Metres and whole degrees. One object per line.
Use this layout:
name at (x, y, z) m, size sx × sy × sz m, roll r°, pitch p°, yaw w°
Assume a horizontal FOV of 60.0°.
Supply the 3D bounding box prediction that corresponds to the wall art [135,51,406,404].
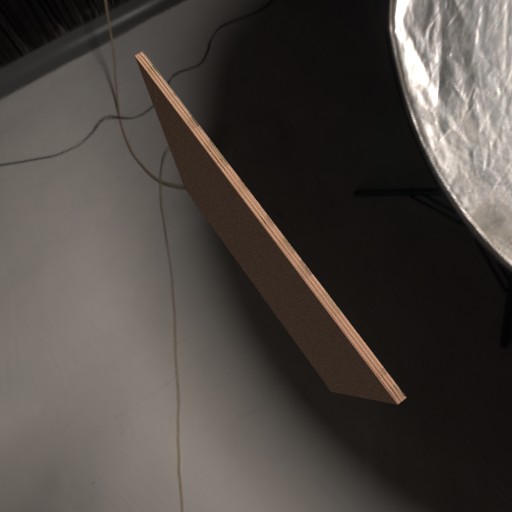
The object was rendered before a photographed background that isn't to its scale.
wall art at (0.000, 0.000, 0.697) m, size 0.012 × 0.408 × 0.508 m, roll -34°, pitch 77°, yaw -9°
